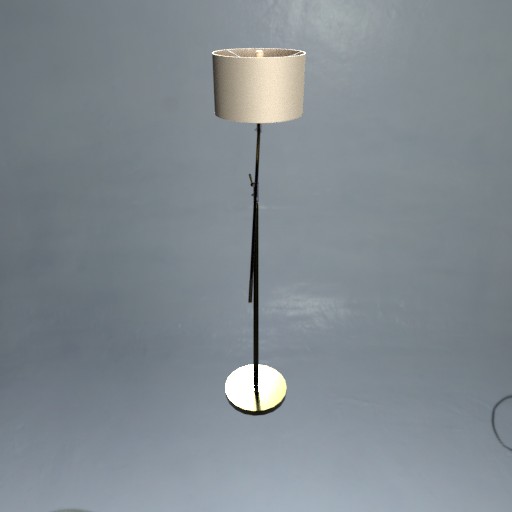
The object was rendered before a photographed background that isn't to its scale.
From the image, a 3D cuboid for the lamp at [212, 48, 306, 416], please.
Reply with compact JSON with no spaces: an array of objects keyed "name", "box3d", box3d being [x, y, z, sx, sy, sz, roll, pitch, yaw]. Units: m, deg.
[{"name":"lamp","box3d":[0.000,0.000,1.985,0.373,1.635,0.809,2,30,3]}]
